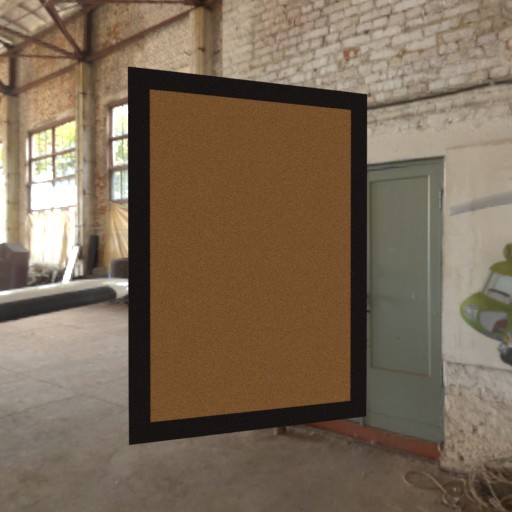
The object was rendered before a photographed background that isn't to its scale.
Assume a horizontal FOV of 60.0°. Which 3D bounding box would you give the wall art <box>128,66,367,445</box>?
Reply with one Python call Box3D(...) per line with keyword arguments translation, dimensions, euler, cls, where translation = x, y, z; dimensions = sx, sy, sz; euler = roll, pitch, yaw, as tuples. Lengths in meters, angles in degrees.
Box3D(translation=(0.000, 0.000, 0.685), dimensions=(0.380, 0.534, 0.013), euler=(0, 1, -17), cls="wall art")
